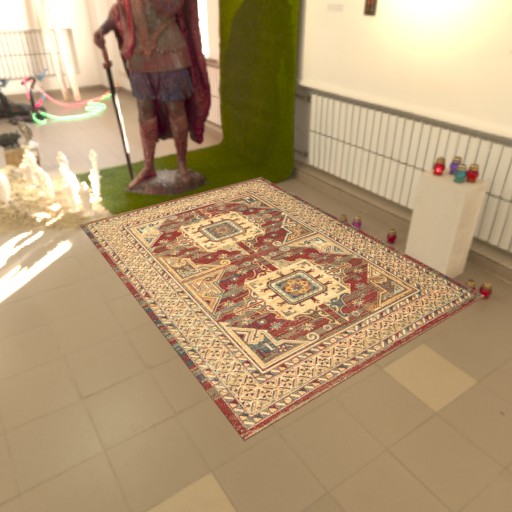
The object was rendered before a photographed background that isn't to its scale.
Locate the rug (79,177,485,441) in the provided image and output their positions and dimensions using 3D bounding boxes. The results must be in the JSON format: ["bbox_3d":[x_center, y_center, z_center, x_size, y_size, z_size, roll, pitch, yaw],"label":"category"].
[{"bbox_3d":[0.000,0.000,4.201,2.381,0.013,3.197,-20,37,-29],"label":"rug"}]
